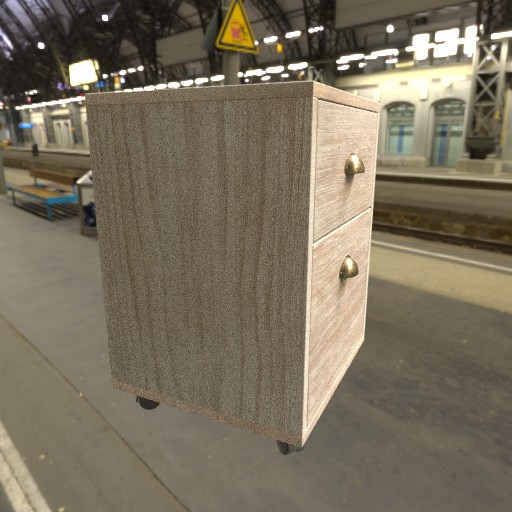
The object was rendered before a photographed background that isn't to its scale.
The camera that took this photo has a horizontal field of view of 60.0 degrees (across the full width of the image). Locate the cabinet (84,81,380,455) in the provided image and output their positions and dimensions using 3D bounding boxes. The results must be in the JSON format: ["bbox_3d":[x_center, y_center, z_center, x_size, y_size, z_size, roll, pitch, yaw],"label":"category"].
[{"bbox_3d":[0.000,0.000,0.863,0.401,0.579,0.409,7,17,25],"label":"cabinet"}]
